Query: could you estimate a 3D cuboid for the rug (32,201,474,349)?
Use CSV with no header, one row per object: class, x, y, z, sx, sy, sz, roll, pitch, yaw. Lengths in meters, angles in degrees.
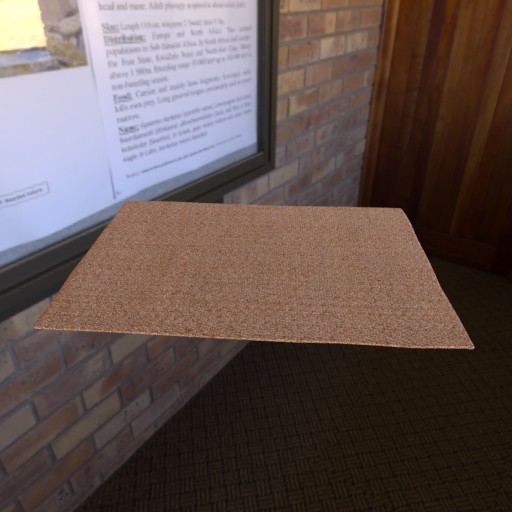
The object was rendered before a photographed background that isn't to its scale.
rug,0.000,0.000,2.769,2.141,0.013,1.566,2,31,3
